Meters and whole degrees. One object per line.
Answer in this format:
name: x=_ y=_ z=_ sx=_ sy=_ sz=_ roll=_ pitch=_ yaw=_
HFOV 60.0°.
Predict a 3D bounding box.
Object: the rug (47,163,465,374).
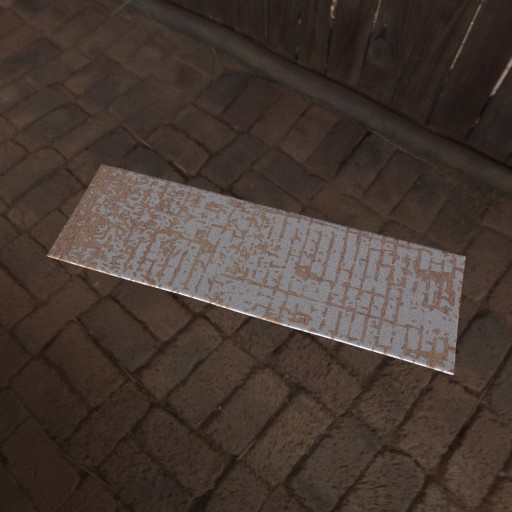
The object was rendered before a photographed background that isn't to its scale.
rug: x=0.000 y=0.000 z=2.698 sx=2.435 sy=0.011 sz=0.750 roll=15 pitch=63 yaw=8
